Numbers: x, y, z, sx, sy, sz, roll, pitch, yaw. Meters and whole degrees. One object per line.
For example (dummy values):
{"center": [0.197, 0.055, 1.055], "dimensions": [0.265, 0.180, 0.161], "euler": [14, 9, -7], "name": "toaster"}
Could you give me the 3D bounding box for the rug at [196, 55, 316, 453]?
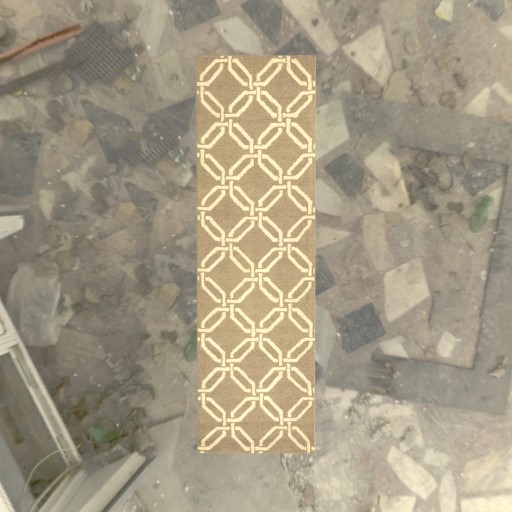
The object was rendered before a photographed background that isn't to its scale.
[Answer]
{"center": [0.000, 0.000, 2.537], "dimensions": [0.678, 0.014, 2.276], "euler": [0, 91, 0], "name": "rug"}
